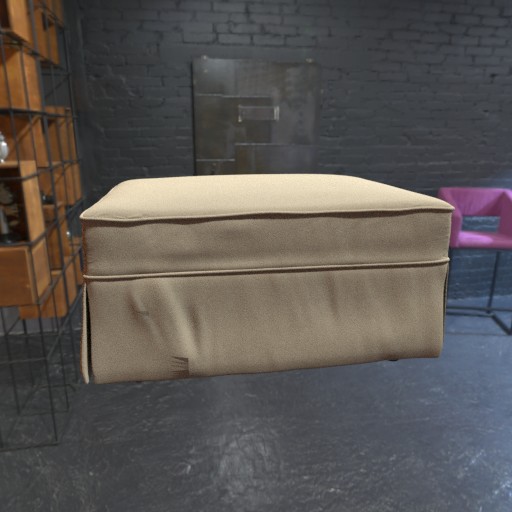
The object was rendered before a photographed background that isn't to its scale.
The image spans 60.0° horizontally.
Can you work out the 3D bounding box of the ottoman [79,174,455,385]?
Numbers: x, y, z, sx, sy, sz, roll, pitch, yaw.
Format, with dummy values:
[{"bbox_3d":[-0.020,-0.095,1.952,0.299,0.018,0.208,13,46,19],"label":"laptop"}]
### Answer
[{"bbox_3d":[0.000,0.000,1.380,0.959,0.482,0.721,-2,16,-9],"label":"ottoman"}]
